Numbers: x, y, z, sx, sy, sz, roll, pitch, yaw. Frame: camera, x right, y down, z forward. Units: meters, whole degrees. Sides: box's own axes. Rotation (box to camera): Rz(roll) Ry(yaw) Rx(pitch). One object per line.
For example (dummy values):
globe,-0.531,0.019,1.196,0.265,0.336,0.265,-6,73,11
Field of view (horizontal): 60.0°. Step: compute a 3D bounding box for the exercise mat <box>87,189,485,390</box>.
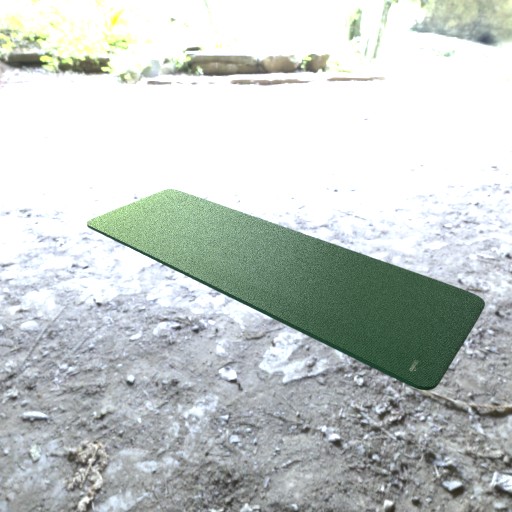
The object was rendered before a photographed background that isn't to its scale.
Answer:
exercise mat,0.000,0.000,2.051,1.869,0.021,0.616,22,37,32
